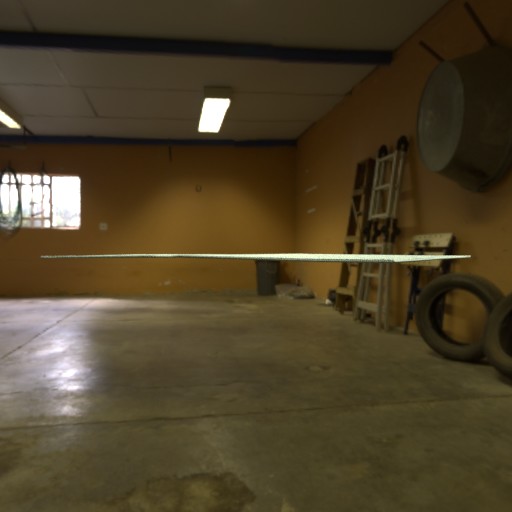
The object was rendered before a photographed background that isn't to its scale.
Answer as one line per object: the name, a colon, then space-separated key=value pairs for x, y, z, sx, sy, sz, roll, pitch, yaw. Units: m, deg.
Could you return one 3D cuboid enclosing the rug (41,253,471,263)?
rug: x=0.000 y=0.000 z=2.881 sx=2.306 sy=0.030 sz=1.613 roll=0 pitch=1 yaw=35
